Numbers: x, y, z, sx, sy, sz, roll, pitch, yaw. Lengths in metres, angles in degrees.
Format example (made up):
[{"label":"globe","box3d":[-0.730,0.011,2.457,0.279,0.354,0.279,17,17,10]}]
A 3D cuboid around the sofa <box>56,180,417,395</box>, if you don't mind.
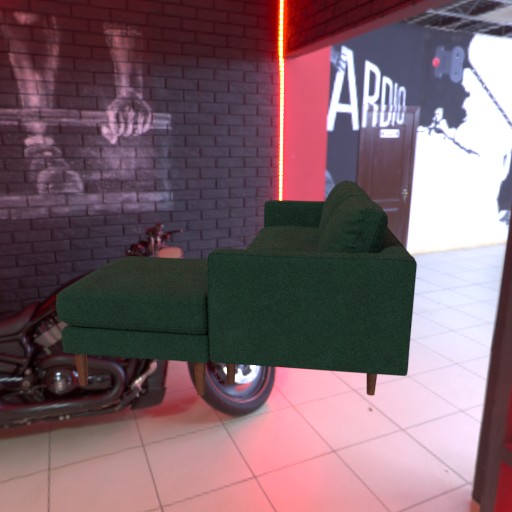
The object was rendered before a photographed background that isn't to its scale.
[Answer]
[{"label":"sofa","box3d":[0.000,0.000,2.866,1.580,0.899,2.030,2,14,8]}]
